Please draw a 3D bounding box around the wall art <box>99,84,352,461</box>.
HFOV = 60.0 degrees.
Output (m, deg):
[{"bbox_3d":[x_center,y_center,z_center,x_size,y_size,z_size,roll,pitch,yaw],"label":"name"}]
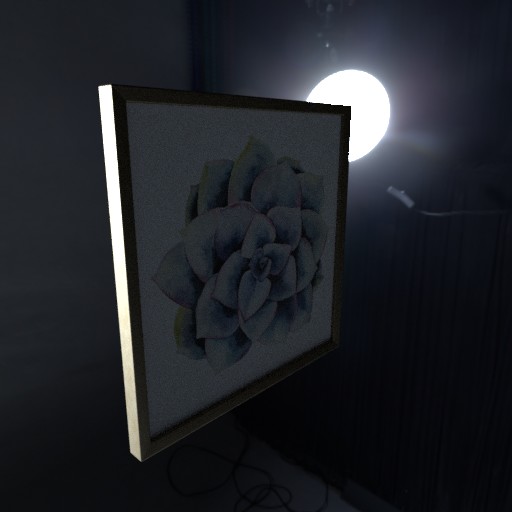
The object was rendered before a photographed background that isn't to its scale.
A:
[{"bbox_3d":[0.000,0.000,0.751,0.030,0.506,0.503,14,21,42],"label":"wall art"}]
